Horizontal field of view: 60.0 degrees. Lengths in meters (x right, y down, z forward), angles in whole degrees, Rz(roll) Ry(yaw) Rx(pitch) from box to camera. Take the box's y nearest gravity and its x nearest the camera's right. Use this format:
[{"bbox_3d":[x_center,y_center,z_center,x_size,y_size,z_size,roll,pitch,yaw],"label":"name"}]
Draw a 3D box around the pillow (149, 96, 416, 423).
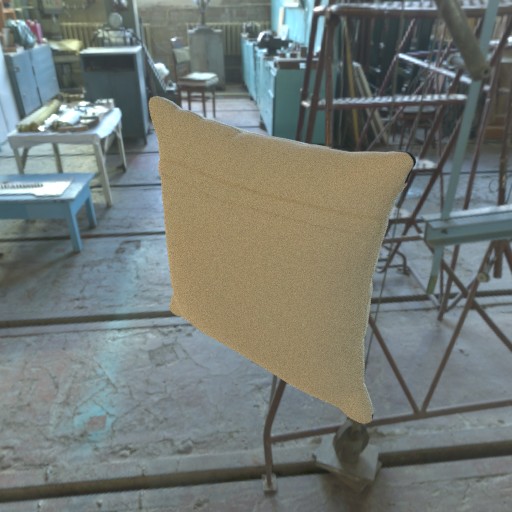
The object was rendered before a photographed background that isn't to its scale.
[{"bbox_3d":[0.000,0.000,0.817,0.536,0.506,0.229,22,37,33],"label":"pillow"}]
